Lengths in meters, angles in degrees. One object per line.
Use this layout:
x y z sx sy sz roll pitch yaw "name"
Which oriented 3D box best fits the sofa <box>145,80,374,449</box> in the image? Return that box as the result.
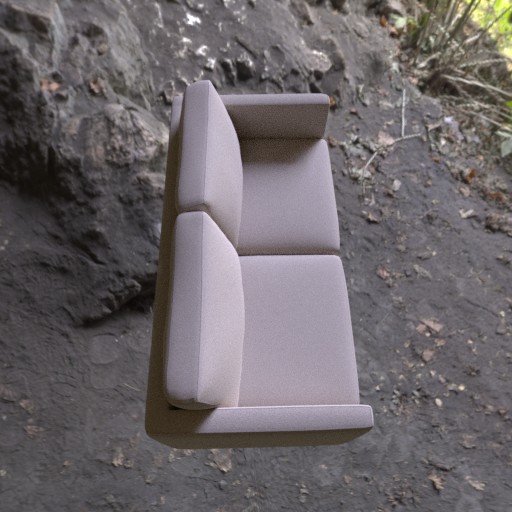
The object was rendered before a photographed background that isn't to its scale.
0.000 0.000 2.211 0.873 0.888 1.722 -1 63 -1 "sofa"
